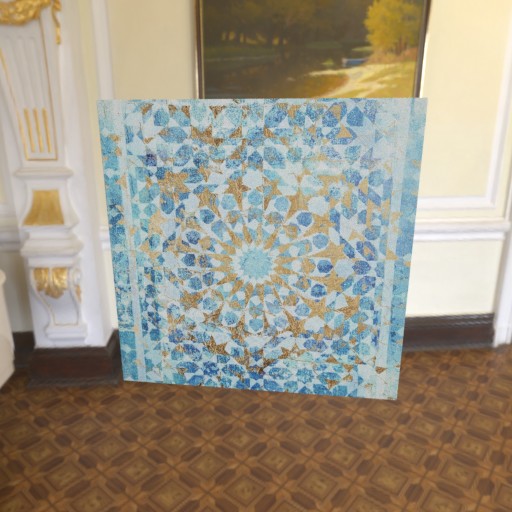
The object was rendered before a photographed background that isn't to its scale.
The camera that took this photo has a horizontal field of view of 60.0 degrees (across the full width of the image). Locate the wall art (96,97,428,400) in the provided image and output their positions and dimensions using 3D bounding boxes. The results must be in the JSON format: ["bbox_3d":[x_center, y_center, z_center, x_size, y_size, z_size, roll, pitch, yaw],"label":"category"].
[{"bbox_3d":[0.000,0.000,0.912,0.609,0.609,0.040,2,17,7],"label":"wall art"}]
